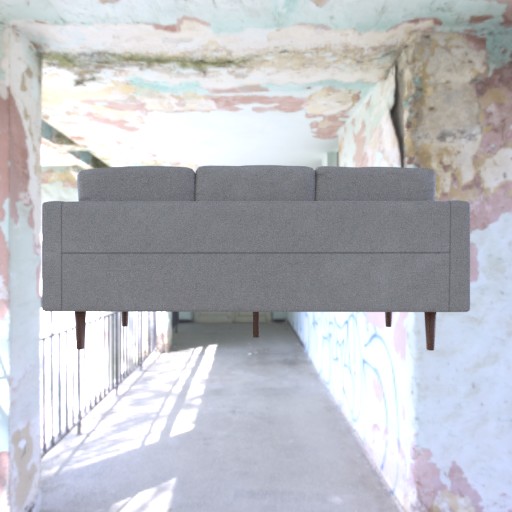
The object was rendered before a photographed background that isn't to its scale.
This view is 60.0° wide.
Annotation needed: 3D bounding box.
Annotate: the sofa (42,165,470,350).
[{"bbox_3d":[0.000,0.000,2.518,1.983,0.918,0.944,0,0,1],"label":"sofa"}]
